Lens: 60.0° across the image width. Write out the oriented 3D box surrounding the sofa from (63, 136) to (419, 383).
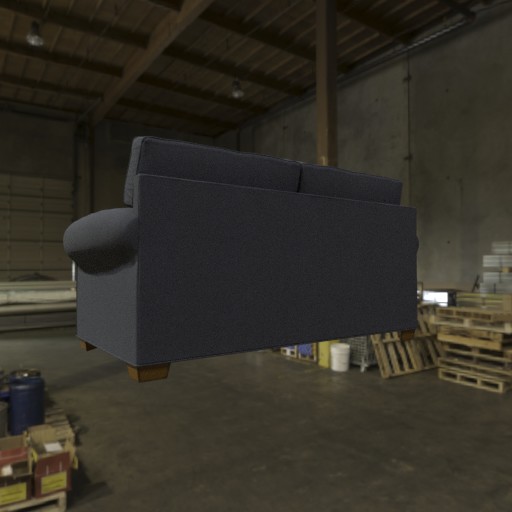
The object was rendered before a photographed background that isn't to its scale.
[{"bbox_3d":[0.000,0.000,2.619,2.009,1.031,0.951,1,-1,-35],"label":"sofa"}]
